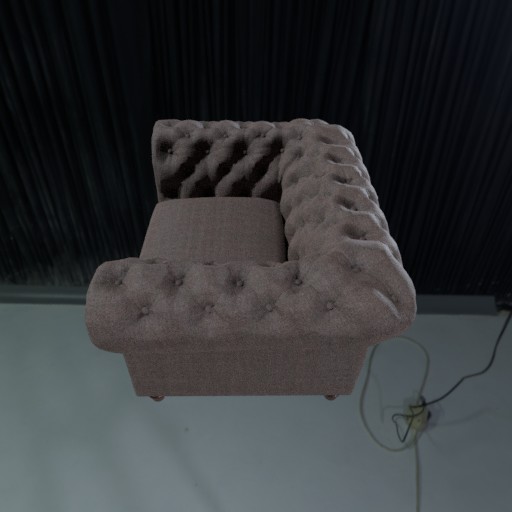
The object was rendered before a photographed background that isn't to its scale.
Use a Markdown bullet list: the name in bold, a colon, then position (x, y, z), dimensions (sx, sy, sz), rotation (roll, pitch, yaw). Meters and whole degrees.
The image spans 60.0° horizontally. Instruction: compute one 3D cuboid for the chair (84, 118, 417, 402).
- **chair**: position (0.000, 0.000, 1.858), dimensions (0.945, 0.780, 1.298), rotation (0, 40, 0)
